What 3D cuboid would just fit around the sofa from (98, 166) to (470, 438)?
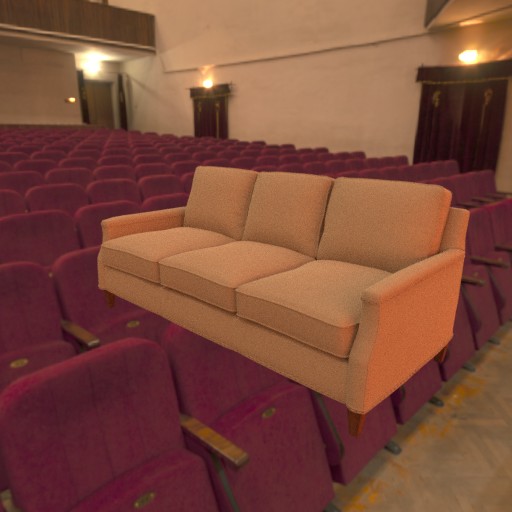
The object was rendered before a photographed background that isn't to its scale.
[{"bbox_3d":[0.000,0.000,2.816,2.246,1.003,1.084,14,21,42],"label":"sofa"}]
